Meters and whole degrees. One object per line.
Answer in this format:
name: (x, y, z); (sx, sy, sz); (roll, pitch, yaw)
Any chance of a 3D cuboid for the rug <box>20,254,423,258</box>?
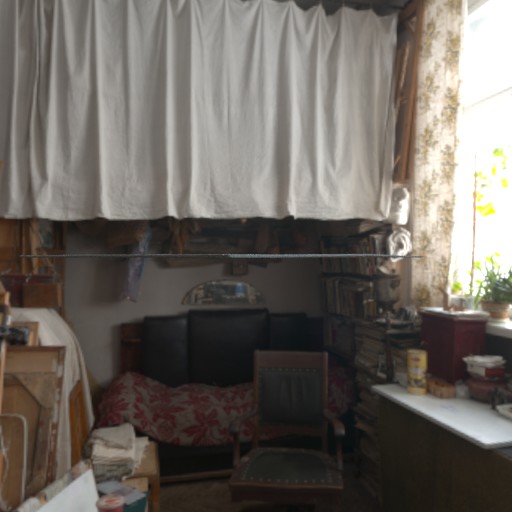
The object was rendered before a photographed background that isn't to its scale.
rug: (0.000, 0.000, 2.302); (1.174, 0.022, 1.853); (0, 0, 36)
